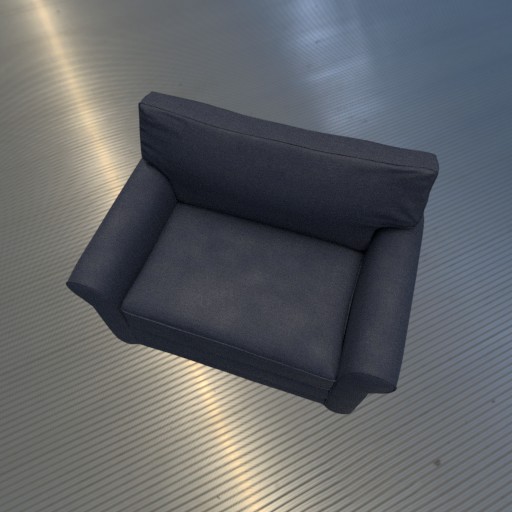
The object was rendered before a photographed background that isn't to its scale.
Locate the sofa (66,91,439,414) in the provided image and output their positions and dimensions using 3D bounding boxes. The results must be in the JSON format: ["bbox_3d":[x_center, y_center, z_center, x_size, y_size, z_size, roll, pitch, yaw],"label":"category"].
[{"bbox_3d":[0.000,0.000,2.067,1.405,1.004,0.938,16,60,9],"label":"sofa"}]
